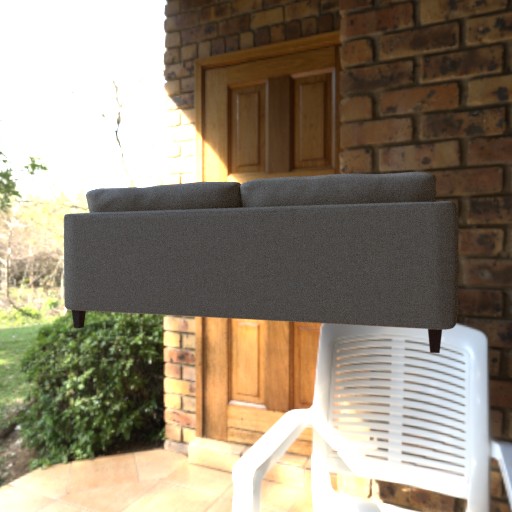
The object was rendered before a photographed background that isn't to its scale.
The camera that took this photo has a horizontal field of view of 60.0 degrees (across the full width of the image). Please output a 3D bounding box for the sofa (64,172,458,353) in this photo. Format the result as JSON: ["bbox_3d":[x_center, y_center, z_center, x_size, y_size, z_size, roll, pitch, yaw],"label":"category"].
[{"bbox_3d":[0.000,0.000,3.010,2.434,0.965,0.951,0,1,19],"label":"sofa"}]
